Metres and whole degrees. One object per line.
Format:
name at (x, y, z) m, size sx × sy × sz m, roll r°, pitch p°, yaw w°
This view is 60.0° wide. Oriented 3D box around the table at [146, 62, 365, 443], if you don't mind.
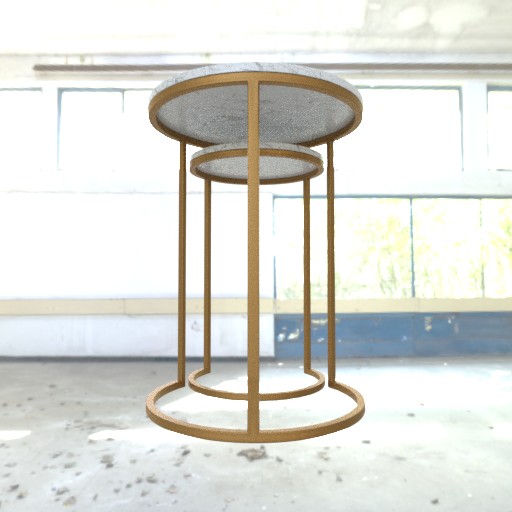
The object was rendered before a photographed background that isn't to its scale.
table at (0.000, 0.000, 0.891) m, size 0.400 × 0.550 × 0.507 m, roll 0°, pitch -2°, yaw 1°
